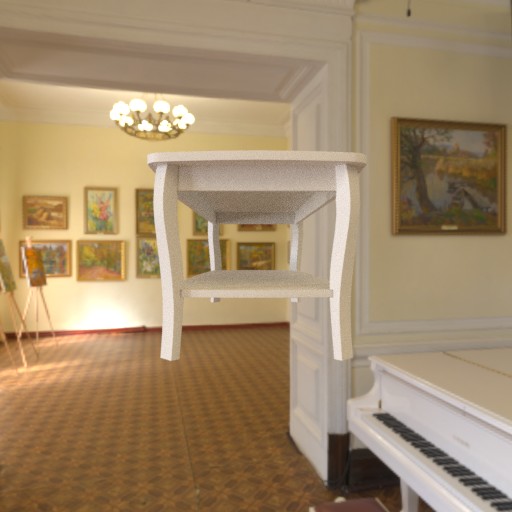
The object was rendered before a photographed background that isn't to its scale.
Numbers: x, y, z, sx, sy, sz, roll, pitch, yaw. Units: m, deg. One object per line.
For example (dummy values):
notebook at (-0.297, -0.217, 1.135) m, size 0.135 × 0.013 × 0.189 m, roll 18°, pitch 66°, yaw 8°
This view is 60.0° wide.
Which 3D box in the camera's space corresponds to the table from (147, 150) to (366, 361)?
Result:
table at (0.000, 0.000, 1.644) m, size 0.561 × 0.474 × 1.334 m, roll 0°, pitch 0°, yaw 0°
